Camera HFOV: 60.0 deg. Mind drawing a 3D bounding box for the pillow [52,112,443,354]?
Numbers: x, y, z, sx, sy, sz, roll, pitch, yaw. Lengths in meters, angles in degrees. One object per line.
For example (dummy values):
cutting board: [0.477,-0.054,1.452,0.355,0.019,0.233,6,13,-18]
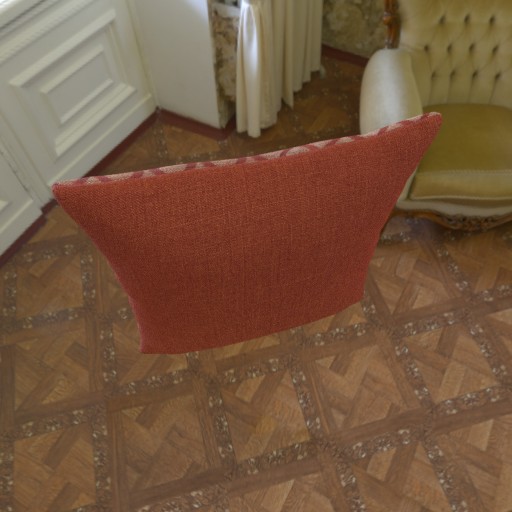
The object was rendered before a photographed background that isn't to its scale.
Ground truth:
pillow: [0.000,0.000,0.646,0.429,0.434,0.159,-14,58,-9]
